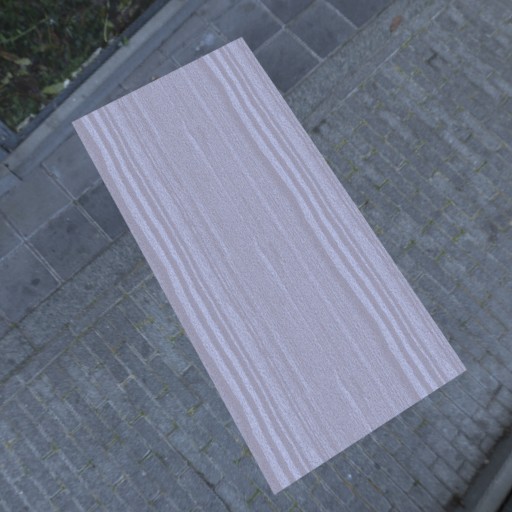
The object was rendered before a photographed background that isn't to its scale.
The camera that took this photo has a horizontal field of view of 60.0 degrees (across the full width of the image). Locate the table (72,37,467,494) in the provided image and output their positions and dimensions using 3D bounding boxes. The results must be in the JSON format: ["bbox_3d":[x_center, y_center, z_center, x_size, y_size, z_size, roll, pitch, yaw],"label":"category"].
[{"bbox_3d":[0.000,0.000,1.484,0.600,0.450,1.200,-30,78,-7],"label":"table"}]
